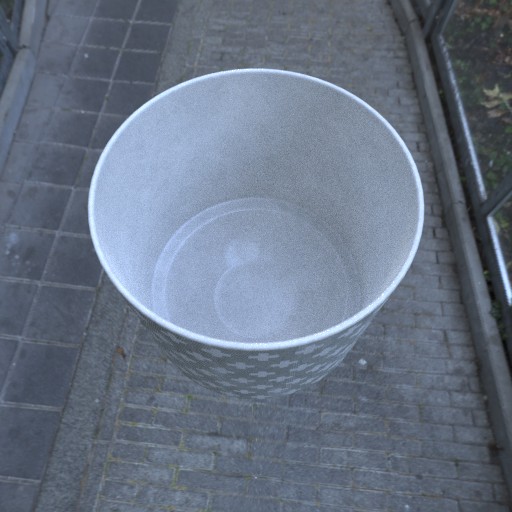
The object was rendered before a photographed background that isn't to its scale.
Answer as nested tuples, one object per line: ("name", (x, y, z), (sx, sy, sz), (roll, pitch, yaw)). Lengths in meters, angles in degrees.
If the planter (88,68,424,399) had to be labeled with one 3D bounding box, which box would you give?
("planter", (0.000, 0.000, 0.439), (0.250, 0.239, 0.250), (0, 63, 0))
